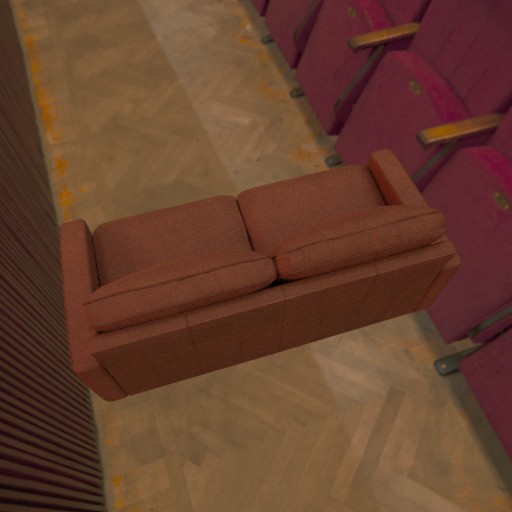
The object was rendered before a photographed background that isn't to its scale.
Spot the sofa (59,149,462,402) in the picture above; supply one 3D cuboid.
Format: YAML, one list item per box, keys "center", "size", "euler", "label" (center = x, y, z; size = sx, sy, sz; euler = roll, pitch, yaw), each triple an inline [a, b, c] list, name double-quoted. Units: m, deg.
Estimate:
- center: [0.000, 0.000, 2.545]
  size: [2.080, 0.919, 0.940]
  euler: [-14, 59, -9]
  label: "sofa"
